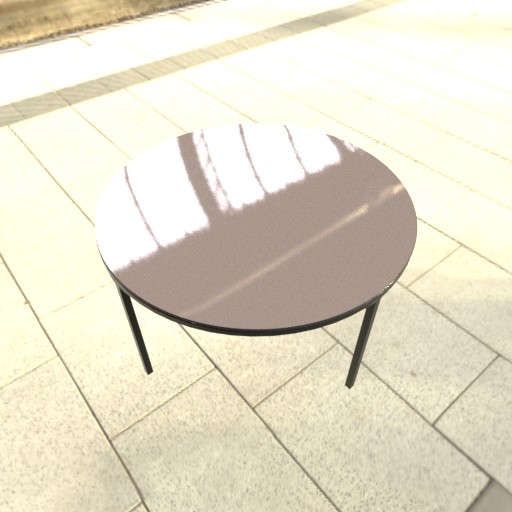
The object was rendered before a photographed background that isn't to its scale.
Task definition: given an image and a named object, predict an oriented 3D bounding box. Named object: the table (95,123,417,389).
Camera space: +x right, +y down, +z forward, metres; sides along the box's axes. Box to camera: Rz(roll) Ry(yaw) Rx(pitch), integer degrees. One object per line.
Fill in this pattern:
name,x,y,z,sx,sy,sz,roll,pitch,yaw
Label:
table,0.000,0.000,1.272,0.800,0.400,0.800,0,45,0
